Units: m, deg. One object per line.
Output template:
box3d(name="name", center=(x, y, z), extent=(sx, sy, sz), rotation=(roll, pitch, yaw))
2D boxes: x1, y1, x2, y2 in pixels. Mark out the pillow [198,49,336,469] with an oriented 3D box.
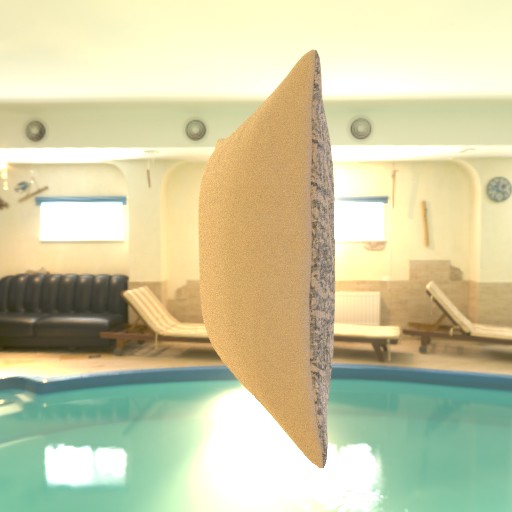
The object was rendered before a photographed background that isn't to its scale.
box3d(name="pillow", center=(0.000, 0.000, 0.773), extent=(0.166, 0.510, 0.523), rotation=(-1, 2, -17))
